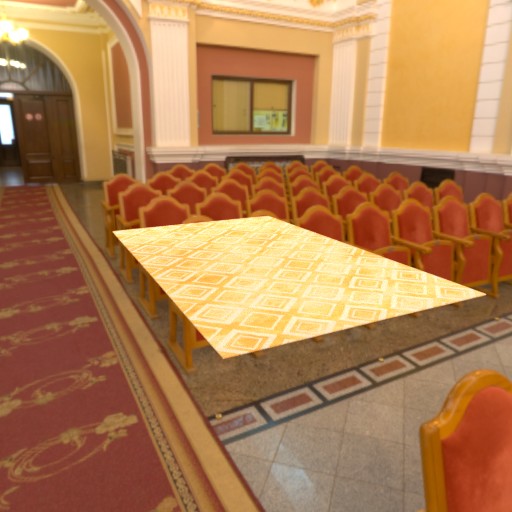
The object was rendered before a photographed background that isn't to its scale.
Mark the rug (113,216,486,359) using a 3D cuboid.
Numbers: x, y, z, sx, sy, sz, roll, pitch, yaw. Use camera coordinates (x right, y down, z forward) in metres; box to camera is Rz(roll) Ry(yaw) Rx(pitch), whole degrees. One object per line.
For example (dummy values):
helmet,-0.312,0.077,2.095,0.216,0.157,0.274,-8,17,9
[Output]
rug,0.000,0.000,3.062,1.511,0.010,2.424,-8,18,-26
